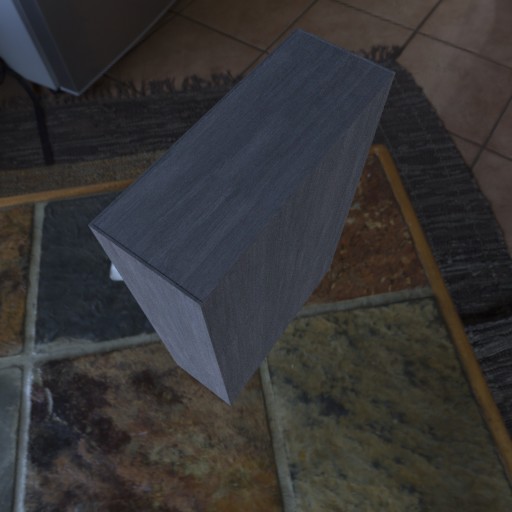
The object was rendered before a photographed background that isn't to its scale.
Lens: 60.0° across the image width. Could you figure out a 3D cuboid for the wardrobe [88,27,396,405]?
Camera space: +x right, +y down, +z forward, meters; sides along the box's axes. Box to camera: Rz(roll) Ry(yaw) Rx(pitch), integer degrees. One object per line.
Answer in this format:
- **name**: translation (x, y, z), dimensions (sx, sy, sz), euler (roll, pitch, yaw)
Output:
- **wardrobe**: translation (0.000, 0.000, 2.533), dimensions (0.510, 1.910, 1.290), euler (33, 67, 16)
